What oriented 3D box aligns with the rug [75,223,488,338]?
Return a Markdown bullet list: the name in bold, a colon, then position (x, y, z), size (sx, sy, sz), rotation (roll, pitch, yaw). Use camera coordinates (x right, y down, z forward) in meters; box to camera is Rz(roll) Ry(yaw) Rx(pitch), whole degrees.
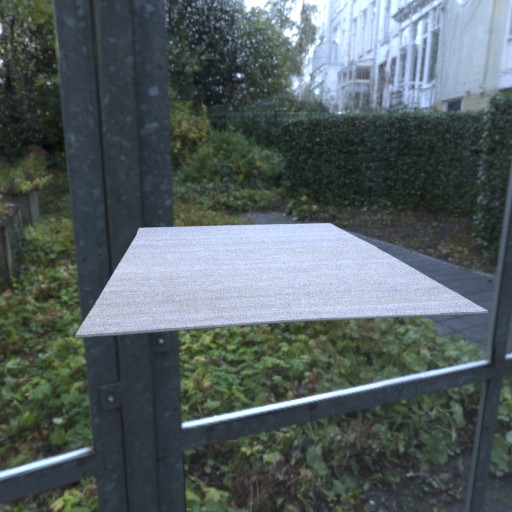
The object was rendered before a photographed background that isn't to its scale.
- **rug**: position (0.000, 0.000, 4.128), size (2.467, 0.046, 3.245), rotation (-2, 14, -8)
